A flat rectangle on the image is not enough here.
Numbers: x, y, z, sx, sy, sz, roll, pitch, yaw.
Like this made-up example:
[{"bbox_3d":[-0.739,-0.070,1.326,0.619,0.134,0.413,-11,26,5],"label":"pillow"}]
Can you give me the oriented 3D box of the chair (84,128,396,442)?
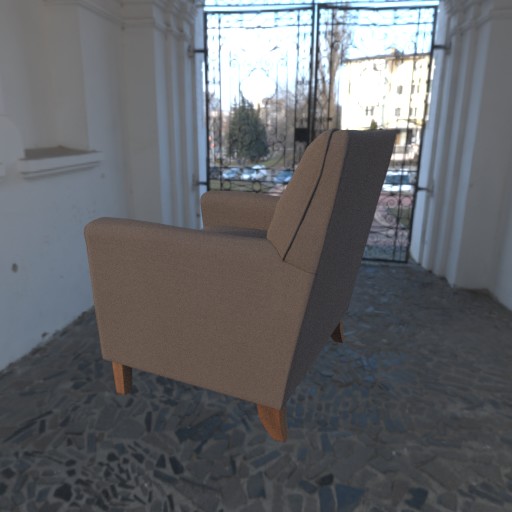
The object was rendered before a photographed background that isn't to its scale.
[{"bbox_3d":[0.000,0.000,1.640,0.831,0.911,0.836,7,18,24],"label":"chair"}]
